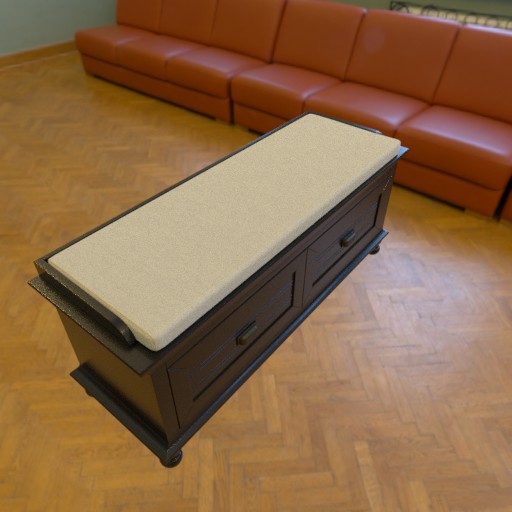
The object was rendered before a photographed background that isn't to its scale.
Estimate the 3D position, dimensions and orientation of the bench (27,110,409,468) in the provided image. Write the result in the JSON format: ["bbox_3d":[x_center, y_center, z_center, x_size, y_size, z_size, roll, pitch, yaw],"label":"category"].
[{"bbox_3d":[0.000,0.000,1.409,0.402,0.501,1.185,28,48,29],"label":"bench"}]
